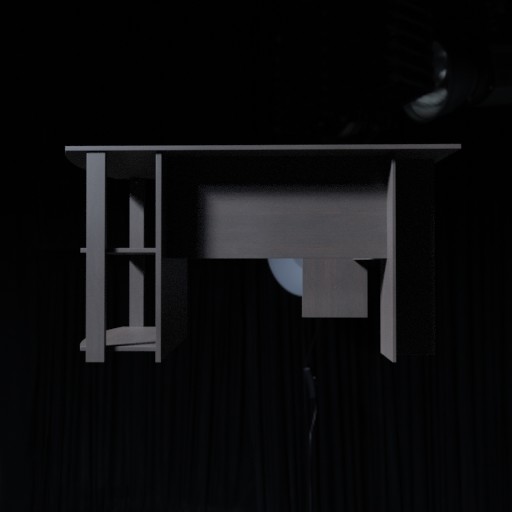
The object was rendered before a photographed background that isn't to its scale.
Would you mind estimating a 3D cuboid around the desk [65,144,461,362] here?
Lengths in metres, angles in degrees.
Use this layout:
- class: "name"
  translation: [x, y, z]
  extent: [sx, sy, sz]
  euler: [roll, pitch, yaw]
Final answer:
- class: "desk"
  translation: [0.000, 0.000, 2.102]
  extent: [1.361, 0.716, 1.303]
  euler: [0, -1, 1]
